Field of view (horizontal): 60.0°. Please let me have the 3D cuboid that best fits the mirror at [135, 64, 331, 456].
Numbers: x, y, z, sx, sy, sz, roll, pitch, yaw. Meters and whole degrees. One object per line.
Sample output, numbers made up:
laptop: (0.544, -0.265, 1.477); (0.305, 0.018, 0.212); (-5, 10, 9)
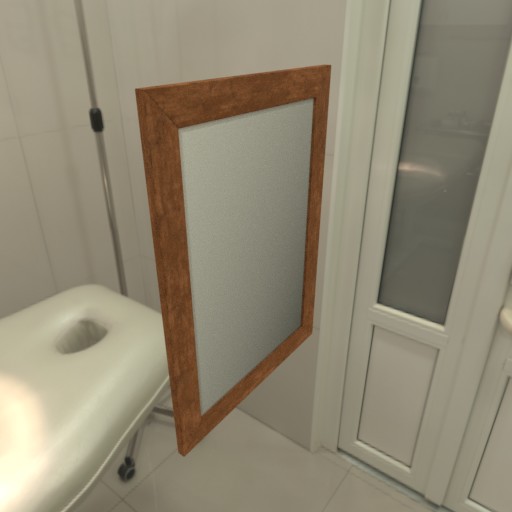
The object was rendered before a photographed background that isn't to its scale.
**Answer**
mirror: (0.000, 0.000, 1.439); (0.028, 1.099, 0.796); (19, 33, 32)
